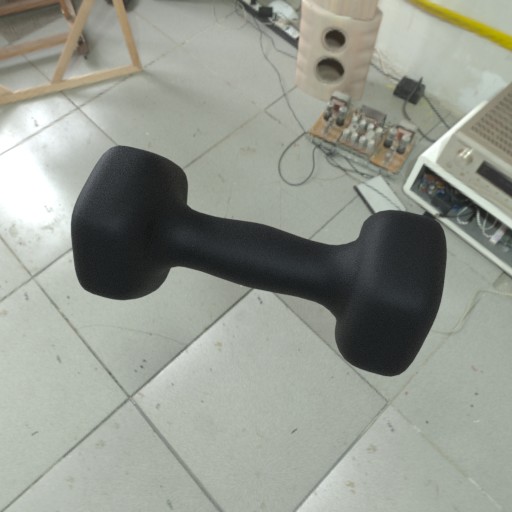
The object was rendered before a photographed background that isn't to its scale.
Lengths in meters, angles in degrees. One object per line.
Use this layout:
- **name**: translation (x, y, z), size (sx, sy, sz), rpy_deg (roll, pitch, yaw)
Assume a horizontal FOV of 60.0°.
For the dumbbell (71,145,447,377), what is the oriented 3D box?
- **dumbbell**: translation (0.000, 0.000, 0.298), size (0.231, 0.101, 0.112), rpy_deg (15, 65, 7)
